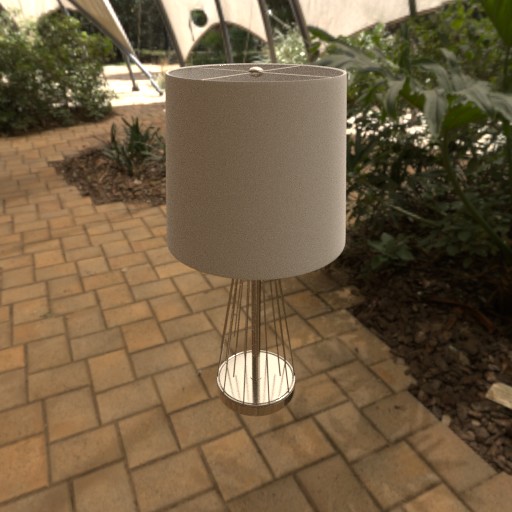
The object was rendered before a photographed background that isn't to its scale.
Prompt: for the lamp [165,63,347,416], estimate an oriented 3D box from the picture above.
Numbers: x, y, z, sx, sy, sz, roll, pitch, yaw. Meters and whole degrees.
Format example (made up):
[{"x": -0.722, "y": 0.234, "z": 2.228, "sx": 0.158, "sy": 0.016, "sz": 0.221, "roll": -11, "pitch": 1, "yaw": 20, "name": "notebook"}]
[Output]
[{"x": 0.000, "y": 0.000, "z": 0.783, "sx": 0.303, "sy": 0.618, "sz": 0.303, "roll": 0, "pitch": 28, "yaw": 0, "name": "lamp"}]
